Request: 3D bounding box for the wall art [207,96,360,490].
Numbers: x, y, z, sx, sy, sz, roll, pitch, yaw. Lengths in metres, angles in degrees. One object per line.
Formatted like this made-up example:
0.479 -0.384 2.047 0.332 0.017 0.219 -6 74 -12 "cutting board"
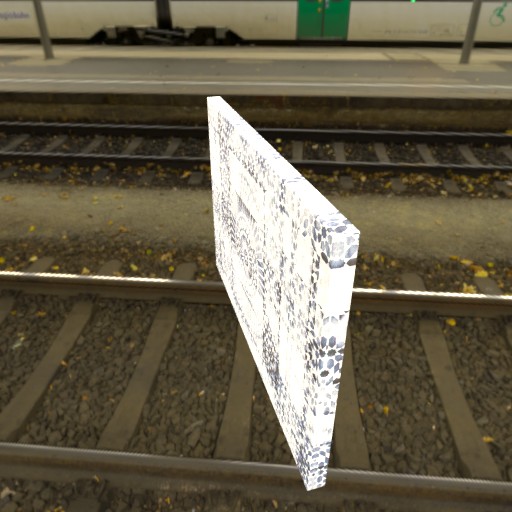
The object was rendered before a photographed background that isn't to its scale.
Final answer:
0.000 0.000 0.762 0.030 0.406 0.608 -9 33 -14 "wall art"
